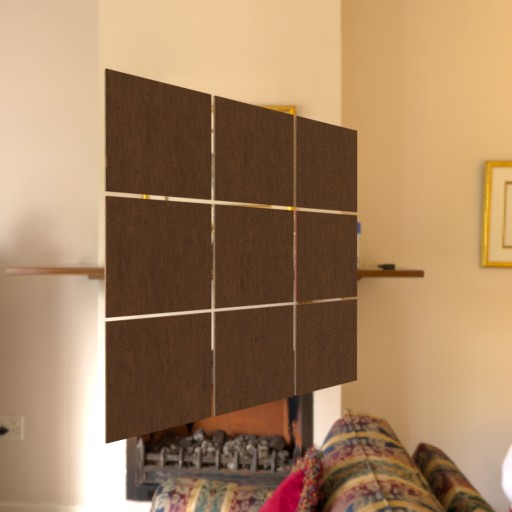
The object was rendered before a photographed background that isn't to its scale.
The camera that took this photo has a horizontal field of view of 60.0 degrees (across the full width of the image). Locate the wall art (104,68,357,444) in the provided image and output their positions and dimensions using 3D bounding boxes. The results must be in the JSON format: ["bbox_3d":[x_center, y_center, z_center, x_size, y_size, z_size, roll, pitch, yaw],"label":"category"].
[{"bbox_3d":[0.000,0.000,1.797,1.215,1.213,0.013,0,0,-37],"label":"wall art"}]
